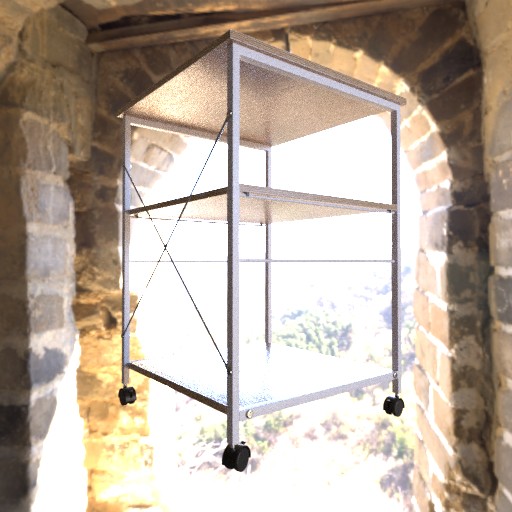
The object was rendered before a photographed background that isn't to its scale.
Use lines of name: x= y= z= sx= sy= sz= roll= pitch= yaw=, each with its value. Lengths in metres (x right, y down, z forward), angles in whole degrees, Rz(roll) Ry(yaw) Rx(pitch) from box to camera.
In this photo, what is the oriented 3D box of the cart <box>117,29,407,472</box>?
cart: x=0.000 y=0.000 z=1.113 sx=0.520 sy=0.762 sz=0.521 roll=1 pitch=-1 yaw=-38
